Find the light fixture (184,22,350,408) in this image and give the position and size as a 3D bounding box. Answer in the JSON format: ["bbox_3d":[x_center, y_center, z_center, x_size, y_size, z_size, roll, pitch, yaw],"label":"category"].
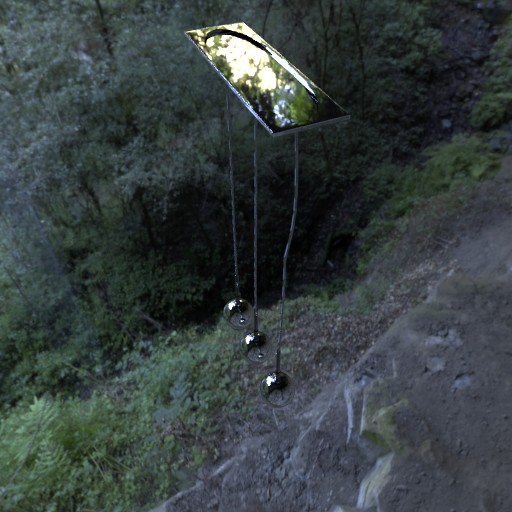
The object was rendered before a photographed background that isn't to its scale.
[{"bbox_3d":[0.000,0.000,1.650,0.188,1.408,0.623,-18,49,-16],"label":"light fixture"}]
